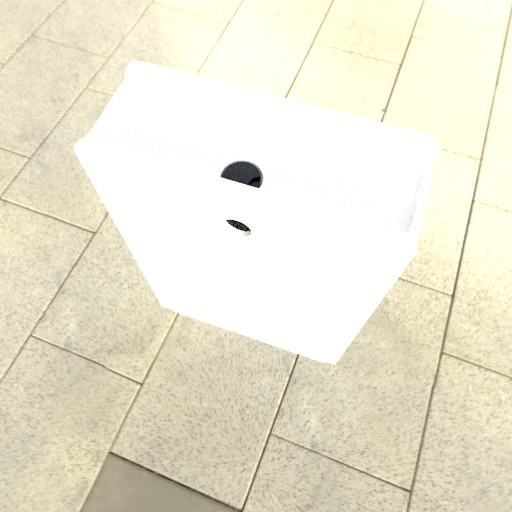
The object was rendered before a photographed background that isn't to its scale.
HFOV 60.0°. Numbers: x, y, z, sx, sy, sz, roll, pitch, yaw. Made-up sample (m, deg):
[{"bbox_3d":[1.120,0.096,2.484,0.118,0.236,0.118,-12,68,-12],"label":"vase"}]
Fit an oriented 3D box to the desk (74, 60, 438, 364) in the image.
[{"bbox_3d":[0.000,0.000,1.520,0.795,1.190,0.278,17,65,8],"label":"desk"}]
